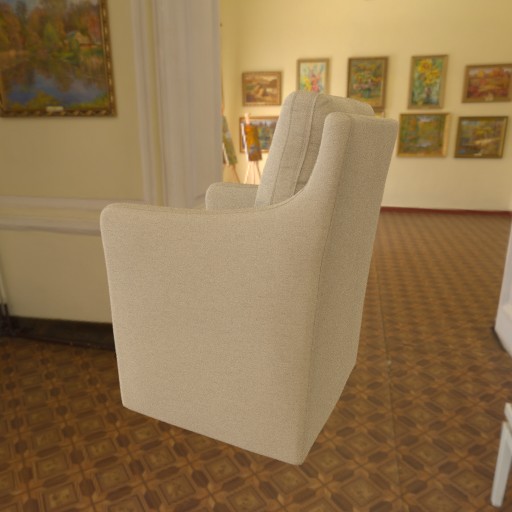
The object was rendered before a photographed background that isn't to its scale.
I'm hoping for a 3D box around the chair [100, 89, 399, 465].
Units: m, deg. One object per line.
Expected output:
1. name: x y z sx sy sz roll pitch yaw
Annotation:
1. chair: 0.000 0.000 1.355 0.694 0.914 0.626 8 18 25
